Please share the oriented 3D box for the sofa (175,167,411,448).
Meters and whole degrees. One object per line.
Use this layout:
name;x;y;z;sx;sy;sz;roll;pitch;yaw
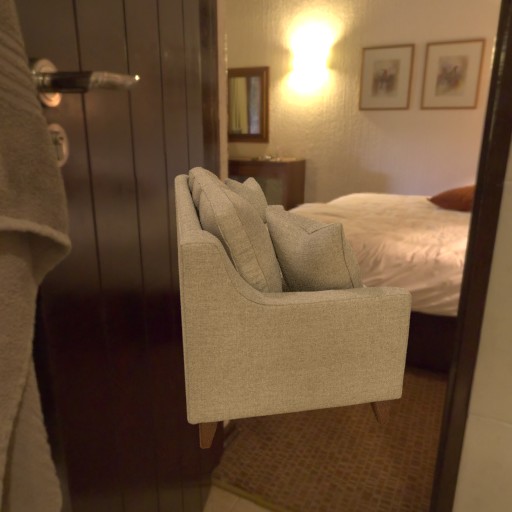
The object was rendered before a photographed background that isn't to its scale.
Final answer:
sofa;0.000;0.000;2.515;0.865;0.914;2.031;-3;16;-10
